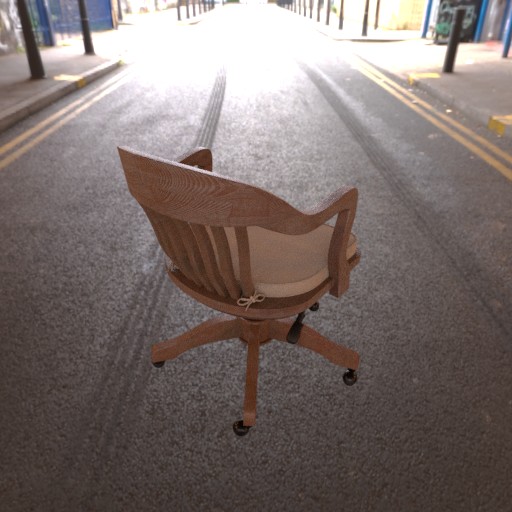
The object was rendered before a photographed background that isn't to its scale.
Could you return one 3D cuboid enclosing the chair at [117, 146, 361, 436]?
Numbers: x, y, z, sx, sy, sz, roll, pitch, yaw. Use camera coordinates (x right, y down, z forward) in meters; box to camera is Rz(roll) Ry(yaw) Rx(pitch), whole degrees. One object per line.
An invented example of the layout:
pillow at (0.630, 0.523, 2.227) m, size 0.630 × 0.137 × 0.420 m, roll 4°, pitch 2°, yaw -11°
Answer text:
chair at (0.000, 0.000, 1.476) m, size 0.750 × 0.878 × 0.788 m, roll 22°, pitch 37°, yaw 33°
